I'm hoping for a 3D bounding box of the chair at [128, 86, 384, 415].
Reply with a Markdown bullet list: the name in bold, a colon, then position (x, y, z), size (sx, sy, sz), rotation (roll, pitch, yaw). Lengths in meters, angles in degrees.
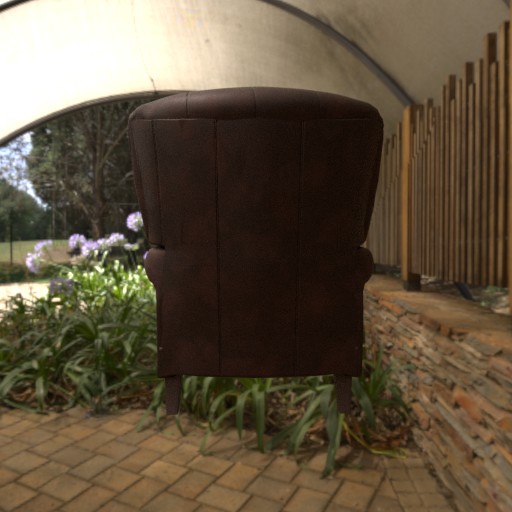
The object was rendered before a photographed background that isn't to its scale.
- **chair**: position (0.000, 0.000, 1.929), size (0.948, 1.158, 1.058), rotation (0, 1, -1)
